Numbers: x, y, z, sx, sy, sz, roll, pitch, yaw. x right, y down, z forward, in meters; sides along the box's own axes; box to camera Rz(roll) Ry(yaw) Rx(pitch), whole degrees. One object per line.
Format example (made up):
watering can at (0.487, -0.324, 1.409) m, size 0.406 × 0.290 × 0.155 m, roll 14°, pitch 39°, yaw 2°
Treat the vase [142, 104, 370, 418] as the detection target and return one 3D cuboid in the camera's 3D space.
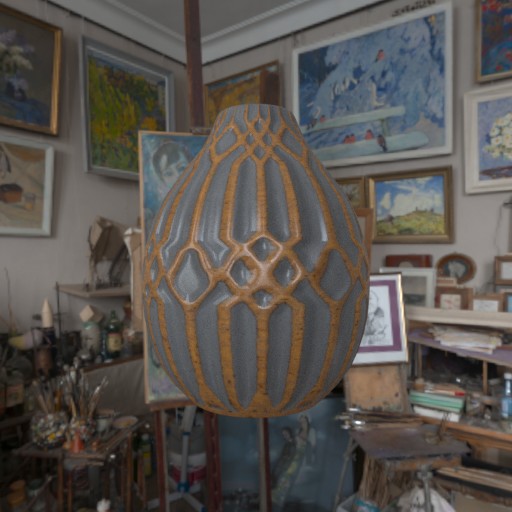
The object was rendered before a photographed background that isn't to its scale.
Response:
vase at (0.000, 0.000, 0.139) m, size 0.069 × 0.088 × 0.069 m, roll 0°, pitch 0°, yaw 0°
